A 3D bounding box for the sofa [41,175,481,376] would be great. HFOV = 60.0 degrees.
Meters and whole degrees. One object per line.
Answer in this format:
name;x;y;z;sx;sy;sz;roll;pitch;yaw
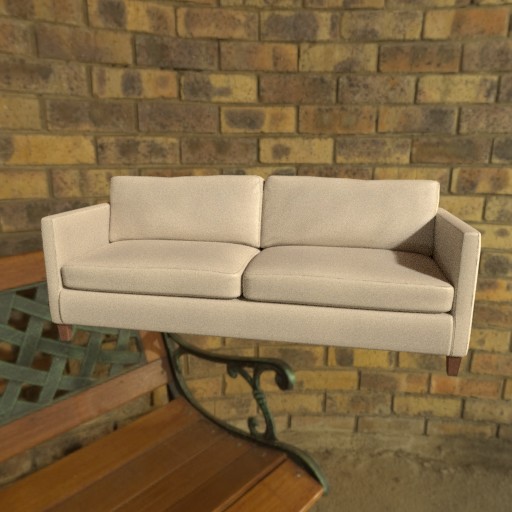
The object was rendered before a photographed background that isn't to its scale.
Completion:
sofa;0.000;0.000;2.784;2.361;0.968;0.951;3;14;11
